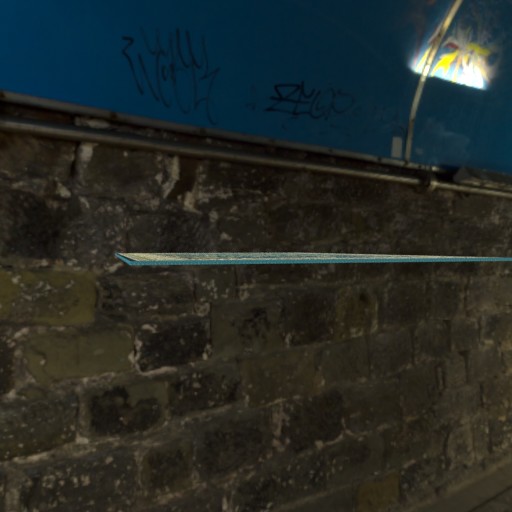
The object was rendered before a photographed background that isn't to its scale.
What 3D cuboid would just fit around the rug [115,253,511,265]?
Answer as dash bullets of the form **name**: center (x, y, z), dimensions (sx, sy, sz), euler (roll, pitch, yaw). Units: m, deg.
- **rug**: center (0.000, 0.000, 2.701), dimensions (1.594, 0.013, 2.213), euler (0, 1, -19)
